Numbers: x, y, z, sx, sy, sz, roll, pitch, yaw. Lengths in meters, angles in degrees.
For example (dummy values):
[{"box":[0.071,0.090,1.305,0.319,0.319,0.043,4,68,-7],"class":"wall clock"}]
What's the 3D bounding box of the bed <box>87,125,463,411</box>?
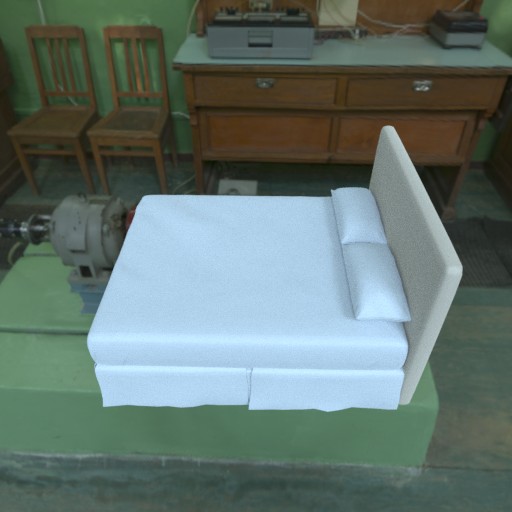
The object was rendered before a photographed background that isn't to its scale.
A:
[{"box":[0.000,0.000,3.265,2.142,1.330,1.748,1,41,1],"class":"bed"}]
